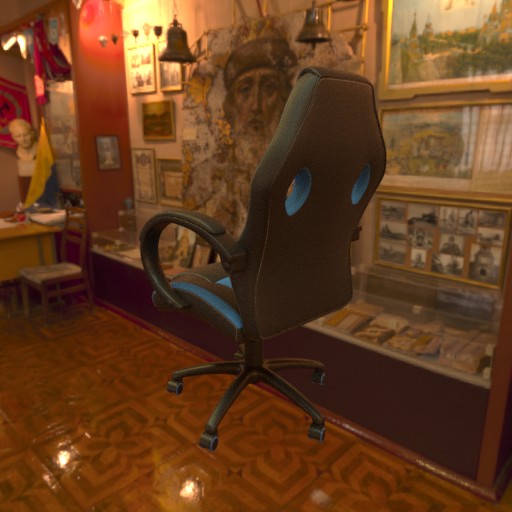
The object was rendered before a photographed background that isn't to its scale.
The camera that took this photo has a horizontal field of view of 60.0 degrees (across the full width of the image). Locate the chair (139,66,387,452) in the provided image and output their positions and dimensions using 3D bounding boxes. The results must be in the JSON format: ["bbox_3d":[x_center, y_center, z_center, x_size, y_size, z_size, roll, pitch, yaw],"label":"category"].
[{"bbox_3d":[0.000,0.000,1.598,0.673,1.187,0.724,-14,20,-43],"label":"chair"}]
